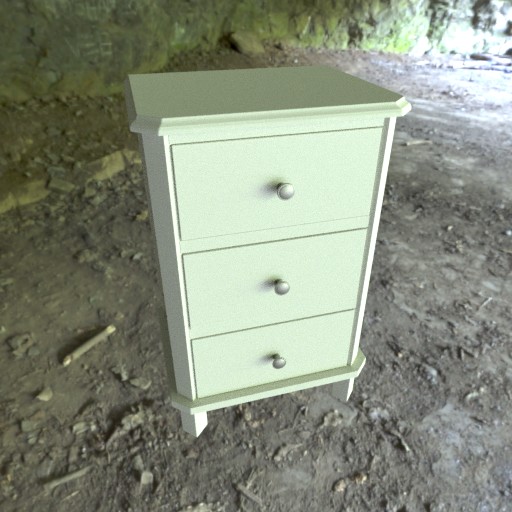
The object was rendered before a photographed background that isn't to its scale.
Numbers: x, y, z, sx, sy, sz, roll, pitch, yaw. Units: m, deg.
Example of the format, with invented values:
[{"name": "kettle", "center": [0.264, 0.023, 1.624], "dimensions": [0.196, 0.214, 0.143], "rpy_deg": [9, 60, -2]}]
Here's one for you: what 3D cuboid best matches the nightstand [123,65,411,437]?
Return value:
[{"name": "nightstand", "center": [0.000, 0.000, 0.937], "dimensions": [0.435, 0.681, 0.351], "rpy_deg": [-9, 33, -13]}]
